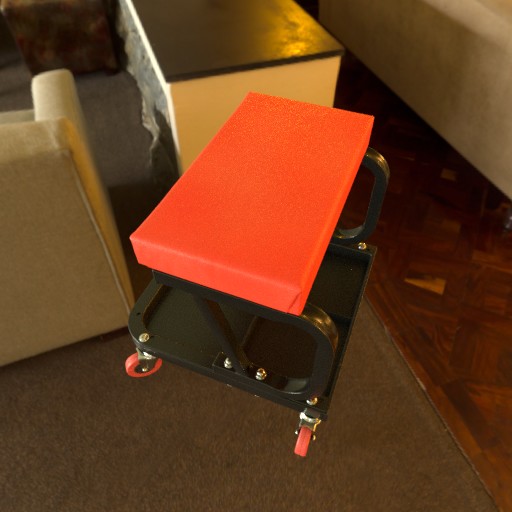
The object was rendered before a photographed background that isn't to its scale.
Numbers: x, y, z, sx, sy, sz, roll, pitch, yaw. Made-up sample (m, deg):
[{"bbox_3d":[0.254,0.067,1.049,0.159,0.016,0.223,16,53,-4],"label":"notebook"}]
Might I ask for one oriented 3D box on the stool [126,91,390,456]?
[{"bbox_3d":[0.000,0.000,0.743,0.371,0.380,0.446,17,50,14],"label":"stool"}]
